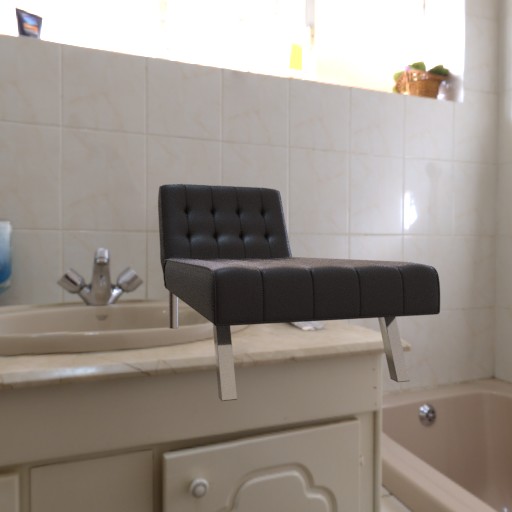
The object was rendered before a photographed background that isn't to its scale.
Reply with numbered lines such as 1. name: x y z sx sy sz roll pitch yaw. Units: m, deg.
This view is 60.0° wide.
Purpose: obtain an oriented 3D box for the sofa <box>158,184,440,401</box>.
1. sofa: 0.000 0.000 2.036 0.760 0.820 1.560 0 1 -18
